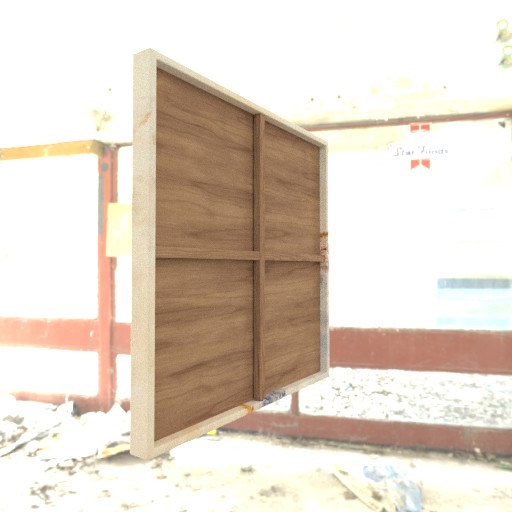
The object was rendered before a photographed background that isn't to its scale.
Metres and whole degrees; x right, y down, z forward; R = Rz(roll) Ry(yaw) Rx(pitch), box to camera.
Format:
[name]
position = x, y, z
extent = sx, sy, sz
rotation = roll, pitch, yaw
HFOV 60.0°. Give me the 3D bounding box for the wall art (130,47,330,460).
[wall art]
position = 0.000, 0.000, 1.589
extent = 0.071, 1.061, 1.061
rotation = -1, -2, 35
